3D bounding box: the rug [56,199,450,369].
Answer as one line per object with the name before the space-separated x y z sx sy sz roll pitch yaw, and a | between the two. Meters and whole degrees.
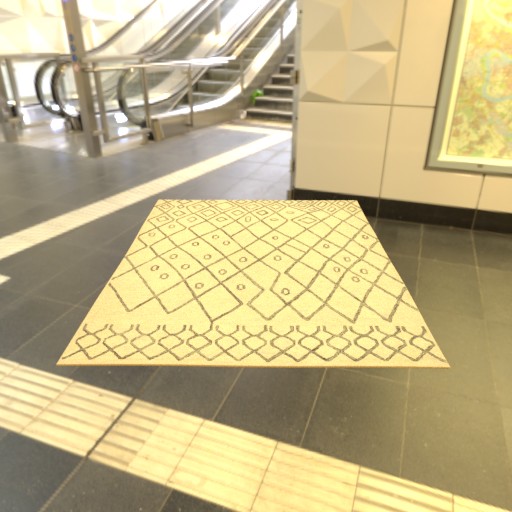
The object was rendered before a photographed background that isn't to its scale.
rug | 0.000 0.000 4.093 2.446 0.015 3.046 0 27 1
